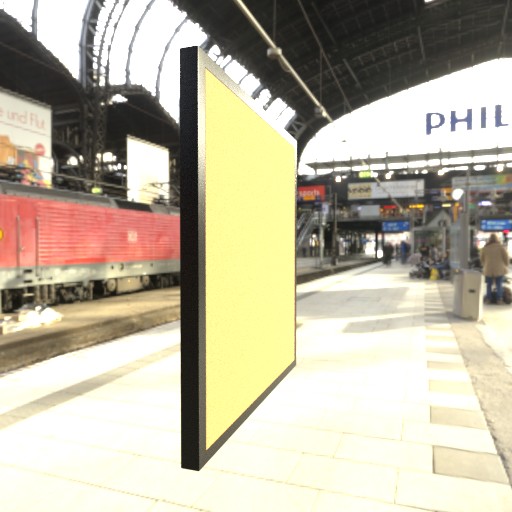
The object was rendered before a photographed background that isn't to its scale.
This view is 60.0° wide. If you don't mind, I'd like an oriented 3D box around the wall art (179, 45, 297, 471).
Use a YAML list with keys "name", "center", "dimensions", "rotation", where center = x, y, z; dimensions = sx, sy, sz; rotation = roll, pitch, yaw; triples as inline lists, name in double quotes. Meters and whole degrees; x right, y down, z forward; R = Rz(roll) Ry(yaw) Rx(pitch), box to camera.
- name: "wall art"
  center: [0.000, 0.000, 1.152]
  dimensions: [0.038, 0.761, 0.755]
  rotation: [0, 1, 19]
